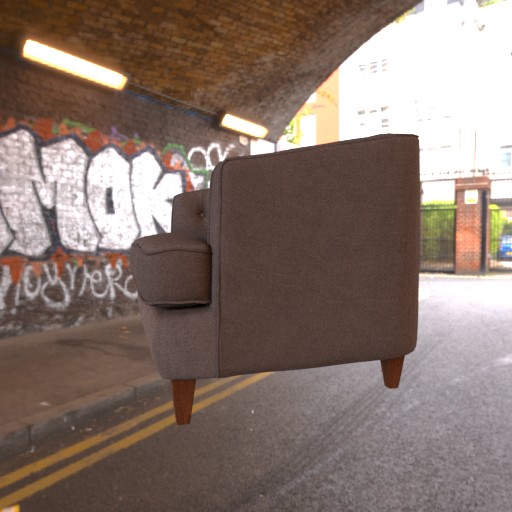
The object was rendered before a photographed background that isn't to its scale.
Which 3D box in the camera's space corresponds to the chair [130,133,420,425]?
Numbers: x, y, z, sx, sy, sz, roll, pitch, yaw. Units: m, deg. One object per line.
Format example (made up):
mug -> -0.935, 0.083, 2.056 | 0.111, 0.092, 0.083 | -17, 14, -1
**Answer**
chair -> 0.000, 0.000, 1.737 | 0.941, 0.852, 1.104 | -1, 2, -17
